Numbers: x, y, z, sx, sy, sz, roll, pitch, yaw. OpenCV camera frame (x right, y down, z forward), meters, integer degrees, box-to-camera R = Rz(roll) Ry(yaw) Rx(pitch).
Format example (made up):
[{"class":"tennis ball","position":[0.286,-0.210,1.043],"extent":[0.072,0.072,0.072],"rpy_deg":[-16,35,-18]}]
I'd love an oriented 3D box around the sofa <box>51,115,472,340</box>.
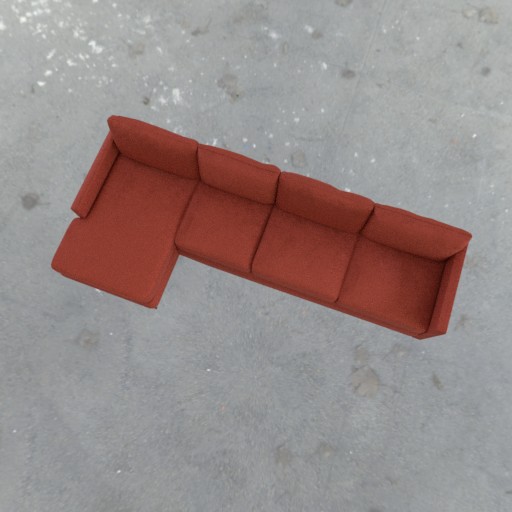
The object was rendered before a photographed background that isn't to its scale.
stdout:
[{"class":"sofa","position":[0.000,0.000,4.001],"extent":[3.400,0.967,1.500],"rpy_deg":[19,76,5]}]
